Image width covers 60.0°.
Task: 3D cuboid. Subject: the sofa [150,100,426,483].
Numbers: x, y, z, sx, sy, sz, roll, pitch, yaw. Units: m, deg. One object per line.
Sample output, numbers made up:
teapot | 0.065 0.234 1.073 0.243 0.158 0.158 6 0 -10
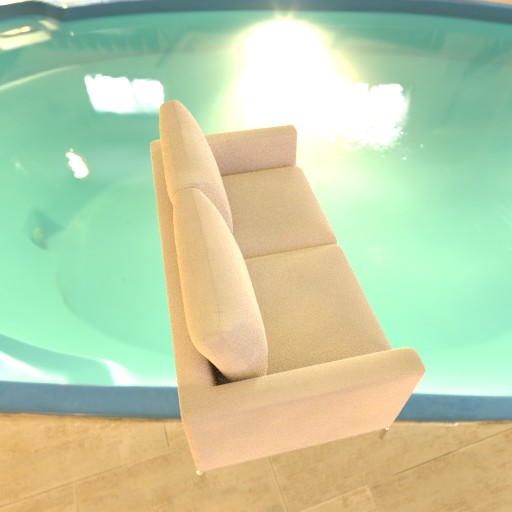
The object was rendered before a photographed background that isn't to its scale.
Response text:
sofa | 0.000 0.000 2.246 0.906 0.995 1.739 -9 48 -9
